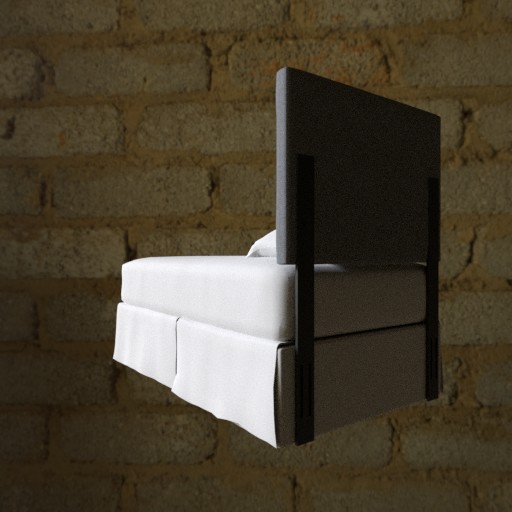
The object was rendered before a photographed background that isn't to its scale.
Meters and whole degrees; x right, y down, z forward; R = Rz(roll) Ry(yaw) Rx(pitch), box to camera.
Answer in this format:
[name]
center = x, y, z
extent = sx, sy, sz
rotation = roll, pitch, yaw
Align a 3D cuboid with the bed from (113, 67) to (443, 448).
[bed]
center = 0.000, 0.000, 2.928
extent = 1.261, 1.571, 1.997
rotation = 0, 0, -36
